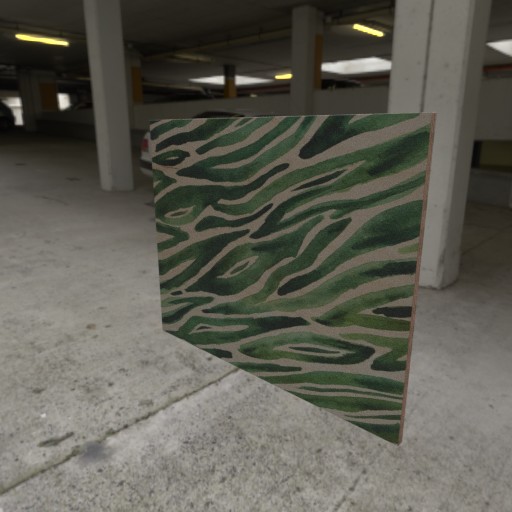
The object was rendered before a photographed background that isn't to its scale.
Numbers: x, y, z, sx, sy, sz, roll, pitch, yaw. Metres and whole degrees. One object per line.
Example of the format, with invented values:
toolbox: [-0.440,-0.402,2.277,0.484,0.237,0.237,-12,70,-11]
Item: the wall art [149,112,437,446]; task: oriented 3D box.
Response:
wall art: [0.000,0.000,0.684,0.508,0.408,0.012,14,21,41]
